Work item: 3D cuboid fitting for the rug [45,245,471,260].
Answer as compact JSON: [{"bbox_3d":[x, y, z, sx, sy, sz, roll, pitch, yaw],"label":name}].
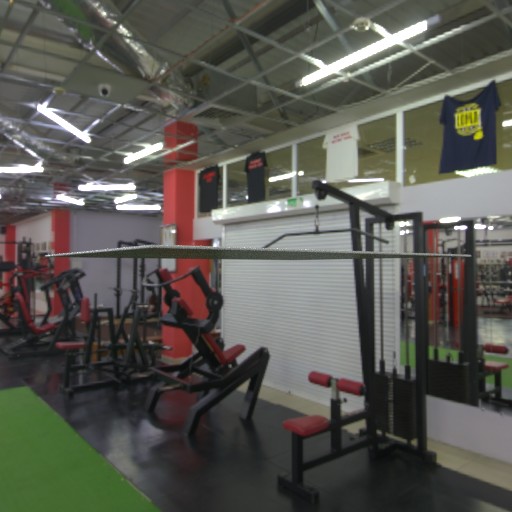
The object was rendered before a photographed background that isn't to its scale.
[{"bbox_3d":[0.000,0.000,4.109,3.123,0.017,2.447,1,-2,-37],"label":"rug"}]
